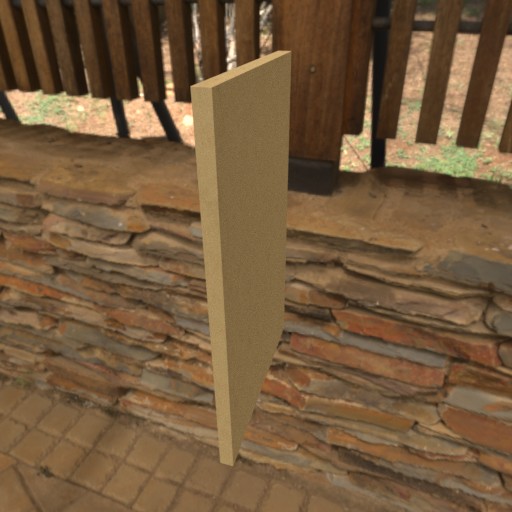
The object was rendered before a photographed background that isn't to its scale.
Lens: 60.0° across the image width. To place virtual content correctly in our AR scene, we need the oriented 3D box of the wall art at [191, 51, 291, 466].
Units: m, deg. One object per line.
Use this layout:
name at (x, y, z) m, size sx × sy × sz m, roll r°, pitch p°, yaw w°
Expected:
wall art at (0.000, 0.000, 1.013) m, size 0.039 × 0.810 × 0.510 m, roll 8°, pitch 31°, yaw 14°
